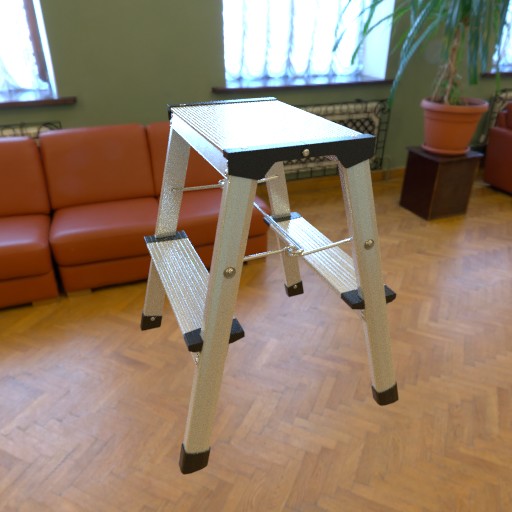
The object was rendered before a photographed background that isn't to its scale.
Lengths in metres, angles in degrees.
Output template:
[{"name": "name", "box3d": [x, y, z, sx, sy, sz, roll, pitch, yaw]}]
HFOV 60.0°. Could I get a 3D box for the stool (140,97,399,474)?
[{"name": "stool", "box3d": [0.000, 0.000, 0.790, 0.405, 0.480, 0.404, -11, 31, -19]}]
